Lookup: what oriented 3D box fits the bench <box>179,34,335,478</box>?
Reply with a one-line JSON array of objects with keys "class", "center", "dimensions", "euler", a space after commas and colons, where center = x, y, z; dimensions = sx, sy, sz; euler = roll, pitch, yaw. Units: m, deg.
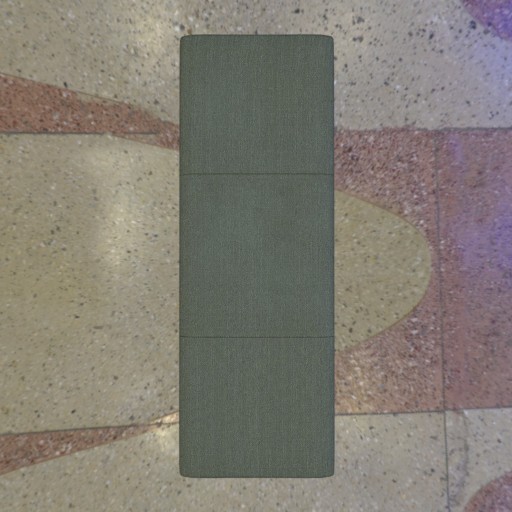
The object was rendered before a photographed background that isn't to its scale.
[{"class": "bench", "center": [0.000, 0.000, 1.445], "dimensions": [0.446, 0.438, 1.269], "euler": [0, 90, 0]}]
